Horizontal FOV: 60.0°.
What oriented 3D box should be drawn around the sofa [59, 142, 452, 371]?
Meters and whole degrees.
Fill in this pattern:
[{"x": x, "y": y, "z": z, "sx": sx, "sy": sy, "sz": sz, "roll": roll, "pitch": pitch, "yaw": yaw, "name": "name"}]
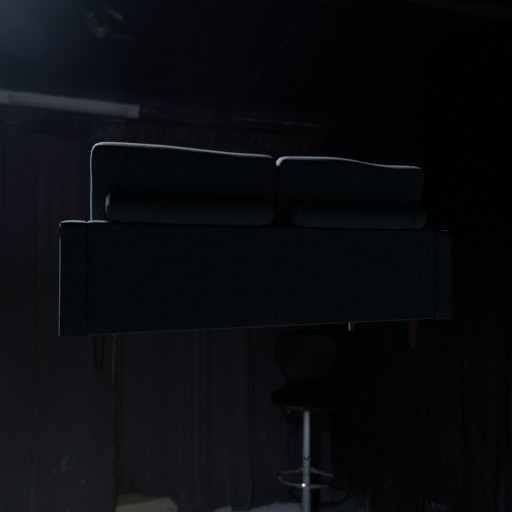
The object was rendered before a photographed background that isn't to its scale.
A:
[{"x": 0.000, "y": 0.000, "z": 2.577, "sx": 2.010, "sy": 1.050, "sz": 0.966, "roll": 0, "pitch": -1, "yaw": -18, "name": "sofa"}]
